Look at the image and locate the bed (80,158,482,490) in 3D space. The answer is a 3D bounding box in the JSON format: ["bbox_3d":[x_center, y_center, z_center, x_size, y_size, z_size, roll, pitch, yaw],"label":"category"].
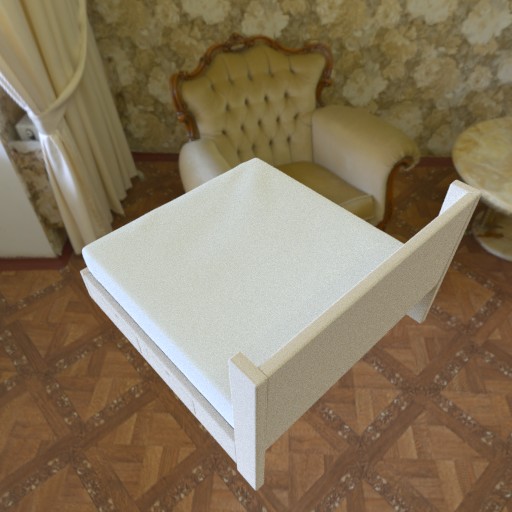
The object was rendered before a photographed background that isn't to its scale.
[{"bbox_3d":[0.000,0.000,3.629,2.145,1.471,2.293,-34,54,-29],"label":"bed"}]
